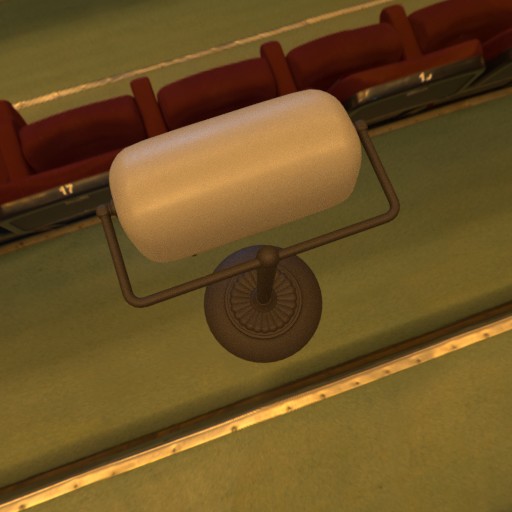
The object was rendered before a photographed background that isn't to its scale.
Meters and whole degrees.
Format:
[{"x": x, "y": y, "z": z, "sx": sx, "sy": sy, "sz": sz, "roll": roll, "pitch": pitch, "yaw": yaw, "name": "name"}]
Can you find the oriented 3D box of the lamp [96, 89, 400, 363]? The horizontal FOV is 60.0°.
[{"x": 0.000, "y": 0.000, "z": 0.513, "sx": 0.264, "sy": 0.339, "sz": 0.243, "roll": -19, "pitch": 77, "yaw": -5, "name": "lamp"}]
